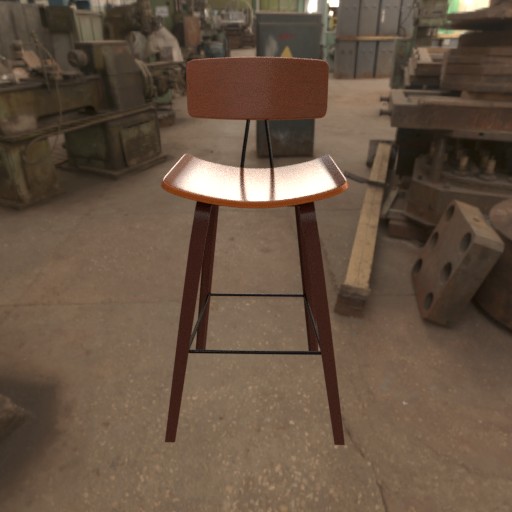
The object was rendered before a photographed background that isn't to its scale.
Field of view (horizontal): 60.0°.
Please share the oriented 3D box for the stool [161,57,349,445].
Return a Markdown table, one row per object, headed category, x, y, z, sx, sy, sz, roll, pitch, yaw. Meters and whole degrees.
| category | x | y | z | sx | sy | sz | roll | pitch | yaw |
| --- | --- | --- | --- | --- | --- | --- | --- | --- | --- |
| stool | 0.000 | 0.000 | 1.217 | 0.509 | 0.969 | 0.440 | 1 | 28 | 1 |
